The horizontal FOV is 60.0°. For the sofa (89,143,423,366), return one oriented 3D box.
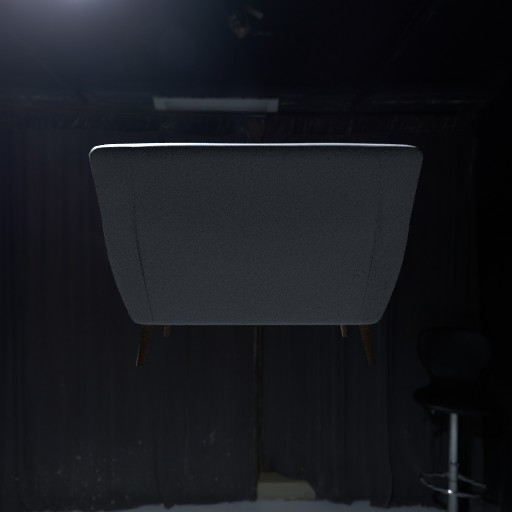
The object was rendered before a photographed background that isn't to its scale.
[{"bbox_3d":[0.000,0.000,2.043,1.424,0.878,0.921,0,1,0],"label":"sofa"}]
